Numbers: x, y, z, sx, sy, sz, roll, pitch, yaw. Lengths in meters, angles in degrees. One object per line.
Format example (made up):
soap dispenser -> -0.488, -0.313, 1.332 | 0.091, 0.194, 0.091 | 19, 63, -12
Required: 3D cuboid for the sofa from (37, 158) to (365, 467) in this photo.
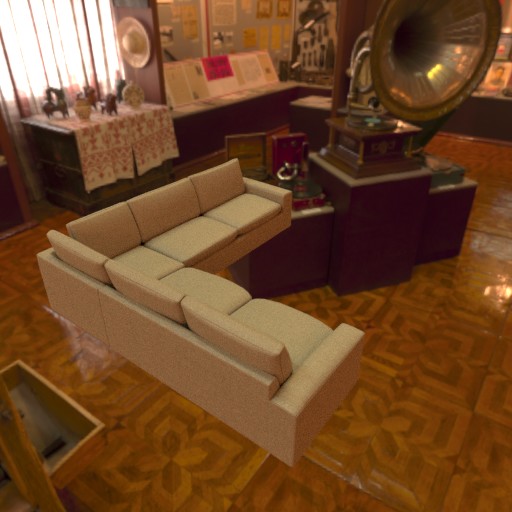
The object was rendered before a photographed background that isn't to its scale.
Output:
sofa -> 0.000, 0.000, 4.091 | 2.622, 0.800, 2.742 | 21, 36, 31
